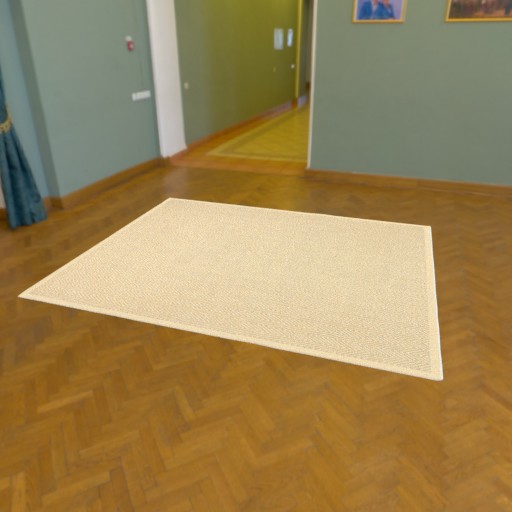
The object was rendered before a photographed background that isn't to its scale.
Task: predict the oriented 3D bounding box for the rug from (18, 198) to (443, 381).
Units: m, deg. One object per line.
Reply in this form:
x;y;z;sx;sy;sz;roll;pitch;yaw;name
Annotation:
0.000;0.000;3.955;3.009;0.019;2.423;8;27;16;rug
